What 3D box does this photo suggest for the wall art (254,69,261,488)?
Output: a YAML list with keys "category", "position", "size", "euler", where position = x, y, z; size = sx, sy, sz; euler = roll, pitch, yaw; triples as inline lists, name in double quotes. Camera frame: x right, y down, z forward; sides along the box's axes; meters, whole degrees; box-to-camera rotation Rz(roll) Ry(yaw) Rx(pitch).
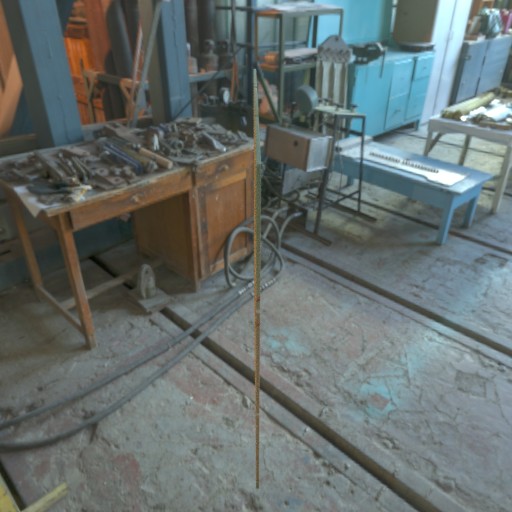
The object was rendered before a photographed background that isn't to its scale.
- category: "wall art"
  position: [0.000, 0.000, 2.237]
  size: [0.013, 1.523, 1.517]
  euler: [0, 32, 0]
